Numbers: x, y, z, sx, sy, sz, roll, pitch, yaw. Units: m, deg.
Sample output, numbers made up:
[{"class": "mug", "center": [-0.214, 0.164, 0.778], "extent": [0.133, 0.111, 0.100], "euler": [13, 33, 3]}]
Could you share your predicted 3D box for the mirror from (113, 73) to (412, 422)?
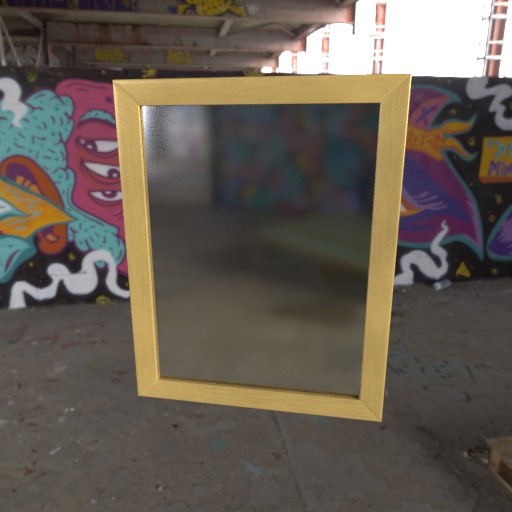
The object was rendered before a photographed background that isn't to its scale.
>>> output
[{"class": "mirror", "center": [0.000, 0.000, 0.678], "extent": [0.405, 0.508, 0.041], "euler": [3, 16, 10]}]
